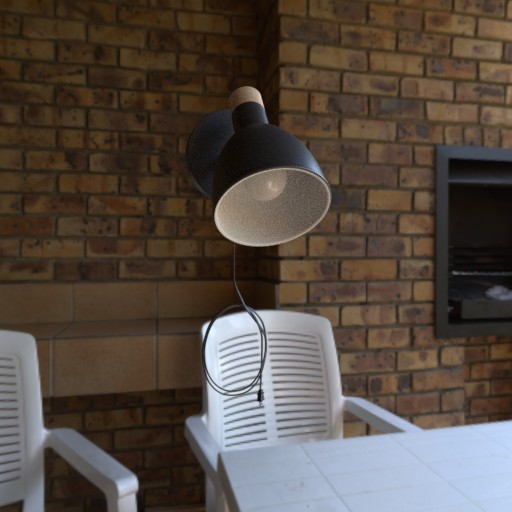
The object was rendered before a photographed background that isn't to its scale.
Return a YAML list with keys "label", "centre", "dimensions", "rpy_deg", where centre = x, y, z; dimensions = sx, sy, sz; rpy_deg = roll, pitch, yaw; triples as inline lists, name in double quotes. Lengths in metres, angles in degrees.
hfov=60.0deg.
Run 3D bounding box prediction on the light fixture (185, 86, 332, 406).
- label: "light fixture"
  centre: [0.000, 0.000, 0.499]
  dimensions: [0.127, 0.401, 0.203]
  rpy_deg: [0, 0, -18]
